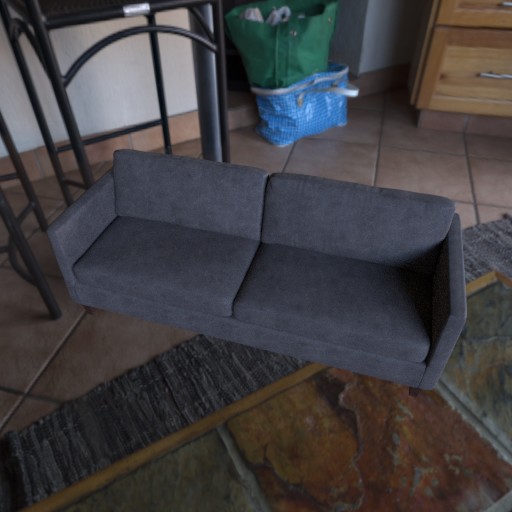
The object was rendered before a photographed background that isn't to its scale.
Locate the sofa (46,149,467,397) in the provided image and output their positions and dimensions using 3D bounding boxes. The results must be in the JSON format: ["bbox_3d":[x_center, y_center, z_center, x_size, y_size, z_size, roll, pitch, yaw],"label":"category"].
[{"bbox_3d":[0.000,0.000,2.906,2.434,0.965,0.951,11,42,13],"label":"sofa"}]
